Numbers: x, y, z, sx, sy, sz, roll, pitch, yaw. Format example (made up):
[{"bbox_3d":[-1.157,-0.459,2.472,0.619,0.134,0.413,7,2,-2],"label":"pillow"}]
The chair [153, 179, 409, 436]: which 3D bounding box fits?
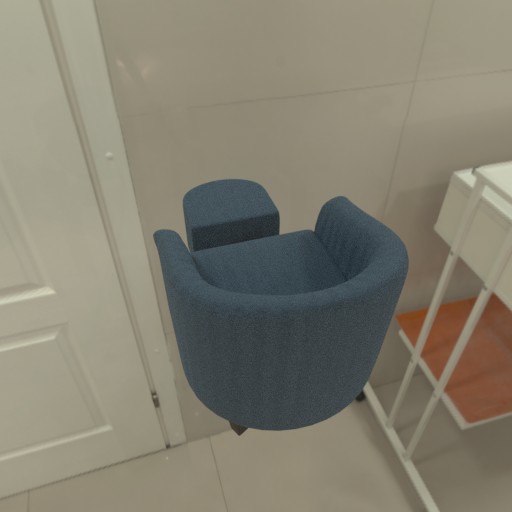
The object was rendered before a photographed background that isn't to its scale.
[{"bbox_3d":[0.000,0.000,1.765,0.756,0.757,1.288,-12,42,-13],"label":"chair"}]
